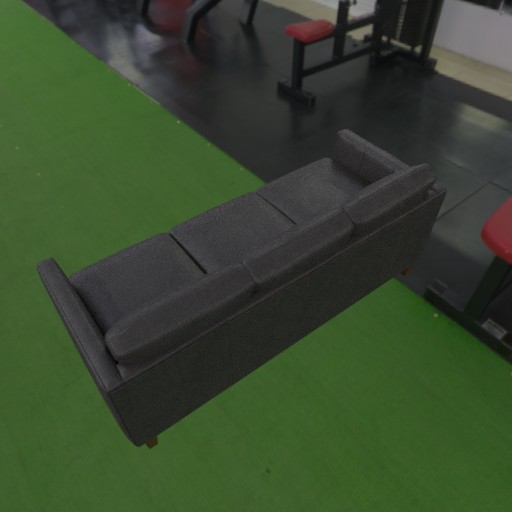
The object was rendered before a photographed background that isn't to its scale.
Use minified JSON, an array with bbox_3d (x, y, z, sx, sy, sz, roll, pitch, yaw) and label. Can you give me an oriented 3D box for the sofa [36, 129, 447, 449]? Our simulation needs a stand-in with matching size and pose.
[{"bbox_3d":[0.000,0.000,2.970,2.464,1.006,1.045,-28,53,-24],"label":"sofa"}]
